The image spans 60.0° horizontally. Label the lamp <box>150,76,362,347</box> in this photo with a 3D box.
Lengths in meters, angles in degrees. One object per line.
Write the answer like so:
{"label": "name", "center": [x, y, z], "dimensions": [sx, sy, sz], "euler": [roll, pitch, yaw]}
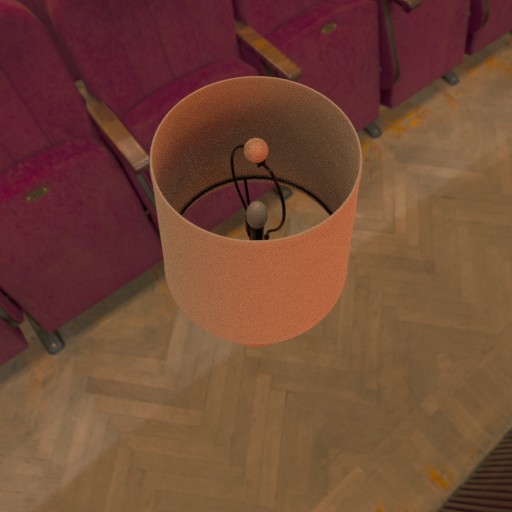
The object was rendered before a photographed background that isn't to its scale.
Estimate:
{"label": "lamp", "center": [0.000, 0.000, 0.665], "dimensions": [0.273, 0.497, 0.273], "euler": [0, 63, 0]}
